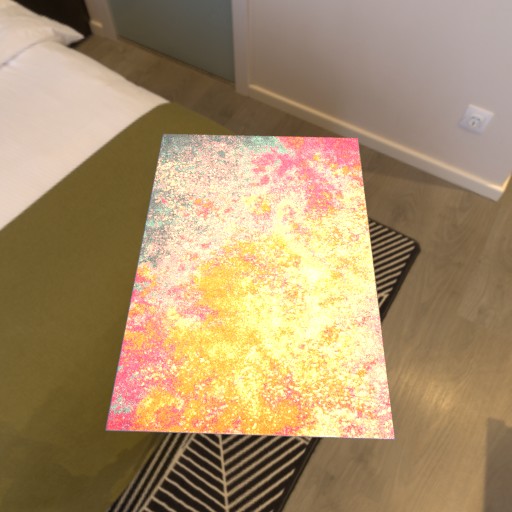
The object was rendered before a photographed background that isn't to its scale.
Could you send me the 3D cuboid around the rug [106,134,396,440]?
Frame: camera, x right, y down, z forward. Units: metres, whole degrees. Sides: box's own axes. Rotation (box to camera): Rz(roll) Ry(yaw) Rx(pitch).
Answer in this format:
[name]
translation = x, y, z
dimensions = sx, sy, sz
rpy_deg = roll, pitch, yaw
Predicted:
[rug]
translation = 0.000, 0.000, 3.804
dimensions = 2.007, 0.013, 2.896
rpy_deg = 1, 59, 1
